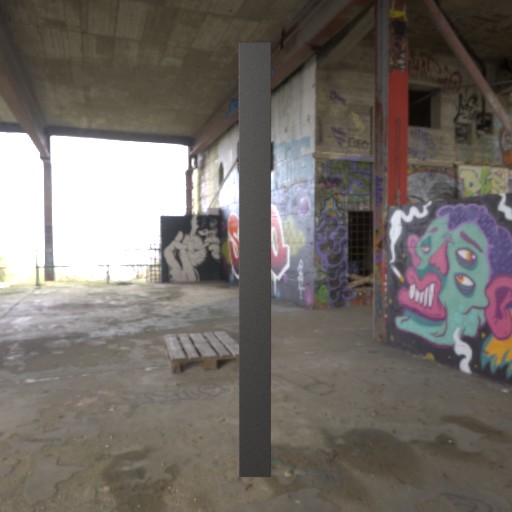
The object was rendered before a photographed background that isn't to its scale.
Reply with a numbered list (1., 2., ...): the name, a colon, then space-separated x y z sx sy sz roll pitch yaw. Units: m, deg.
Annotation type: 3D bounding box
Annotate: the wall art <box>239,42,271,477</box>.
1. wall art: 0.000 0.000 0.768 0.037 0.506 0.506 0 2 0
